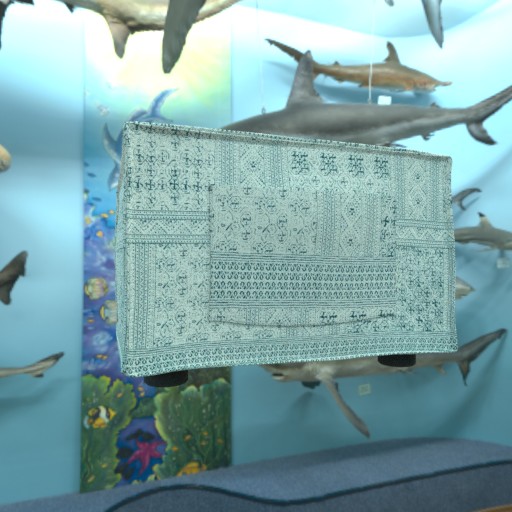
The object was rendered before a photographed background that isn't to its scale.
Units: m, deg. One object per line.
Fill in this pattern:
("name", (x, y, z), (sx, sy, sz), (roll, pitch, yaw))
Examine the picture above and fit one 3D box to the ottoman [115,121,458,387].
("ottoman", (0.000, 0.000, 1.026), (0.617, 0.439, 0.626), (0, -2, -18))
